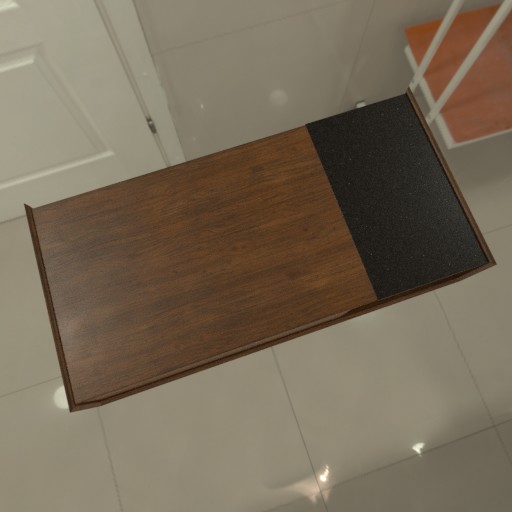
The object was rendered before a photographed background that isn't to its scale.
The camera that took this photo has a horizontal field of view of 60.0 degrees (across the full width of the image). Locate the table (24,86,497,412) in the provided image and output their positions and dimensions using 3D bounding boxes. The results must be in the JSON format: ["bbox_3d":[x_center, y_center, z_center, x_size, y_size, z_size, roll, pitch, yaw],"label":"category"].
[{"bbox_3d":[0.000,0.000,1.512,1.221,0.508,0.610,-18,76,-5],"label":"table"}]
